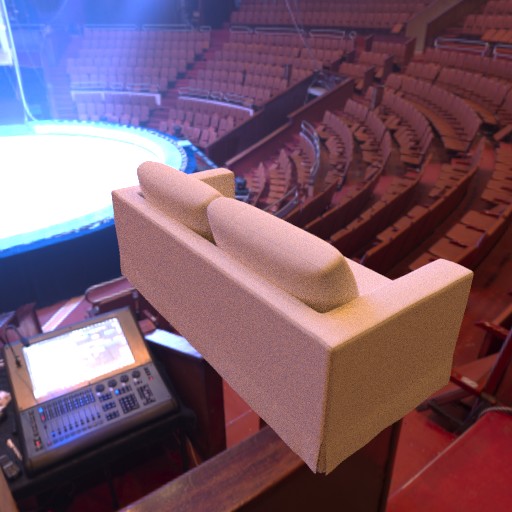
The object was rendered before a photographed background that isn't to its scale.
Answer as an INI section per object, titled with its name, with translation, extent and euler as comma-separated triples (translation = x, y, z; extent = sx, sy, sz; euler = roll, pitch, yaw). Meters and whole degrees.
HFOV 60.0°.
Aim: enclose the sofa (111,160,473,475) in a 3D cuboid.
[sofa]
translation = 0.000, 0.000, 2.644
extent = 0.954, 0.881, 2.163
euler = -19, 33, -32
